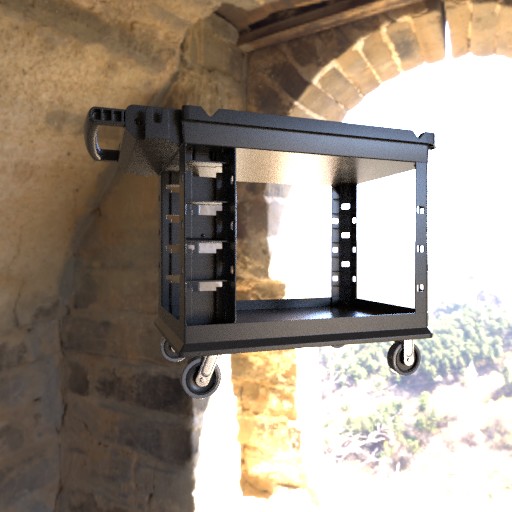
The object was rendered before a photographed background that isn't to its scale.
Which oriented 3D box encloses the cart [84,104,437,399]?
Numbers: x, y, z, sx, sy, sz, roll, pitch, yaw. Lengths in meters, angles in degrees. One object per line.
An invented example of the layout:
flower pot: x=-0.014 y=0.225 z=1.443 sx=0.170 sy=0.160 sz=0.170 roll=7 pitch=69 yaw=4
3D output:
cart: x=0.000 y=0.000 z=1.716 sx=1.239 sy=0.884 sz=0.674 roll=0 pitch=0 yaw=-19
